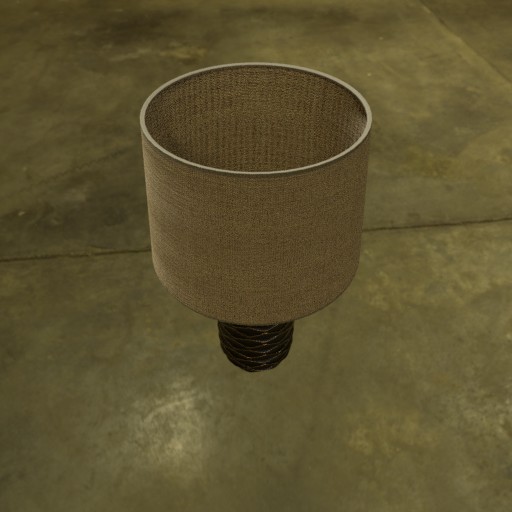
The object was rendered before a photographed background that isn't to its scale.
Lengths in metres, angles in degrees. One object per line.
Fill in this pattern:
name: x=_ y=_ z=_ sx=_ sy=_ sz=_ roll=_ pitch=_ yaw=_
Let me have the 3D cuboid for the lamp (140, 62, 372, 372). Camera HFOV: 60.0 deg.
lamp: x=0.000 y=0.000 z=0.839 sx=0.376 sy=0.594 sz=0.376 roll=0 pitch=45 yaw=0
